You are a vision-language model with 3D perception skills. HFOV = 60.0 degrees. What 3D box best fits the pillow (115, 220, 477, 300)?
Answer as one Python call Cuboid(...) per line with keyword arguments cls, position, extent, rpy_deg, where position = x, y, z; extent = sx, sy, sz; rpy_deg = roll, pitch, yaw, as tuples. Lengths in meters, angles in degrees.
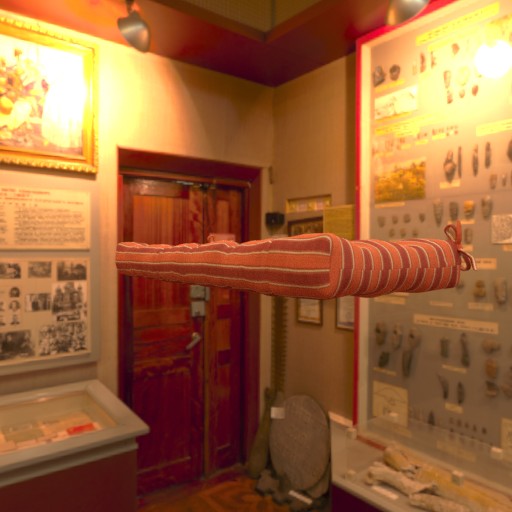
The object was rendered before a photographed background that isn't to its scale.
Cuboid(cls="pillow", position=(0.000, 0.000, 1.353), extent=(0.511, 0.174, 1.194), rpy_deg=(0, 1, -36))
